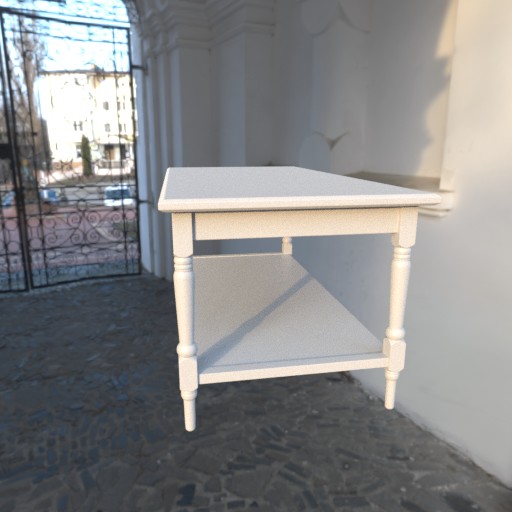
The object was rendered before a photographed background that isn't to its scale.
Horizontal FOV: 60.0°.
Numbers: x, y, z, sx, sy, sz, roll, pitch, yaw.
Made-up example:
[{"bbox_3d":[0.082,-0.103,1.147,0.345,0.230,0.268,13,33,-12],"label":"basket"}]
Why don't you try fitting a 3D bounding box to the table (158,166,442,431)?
[{"bbox_3d":[0.000,0.000,1.420,0.551,0.506,1.109,-3,14,-10],"label":"table"}]
